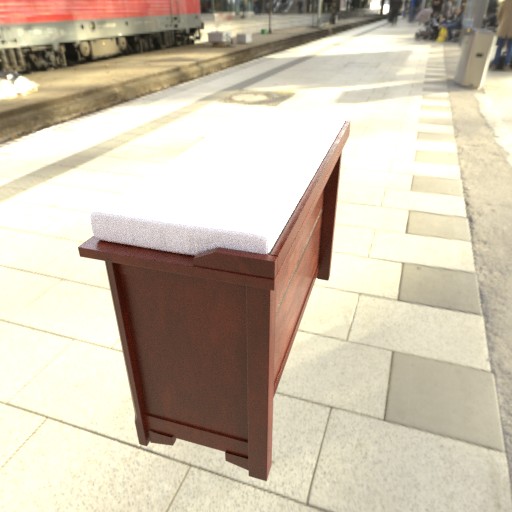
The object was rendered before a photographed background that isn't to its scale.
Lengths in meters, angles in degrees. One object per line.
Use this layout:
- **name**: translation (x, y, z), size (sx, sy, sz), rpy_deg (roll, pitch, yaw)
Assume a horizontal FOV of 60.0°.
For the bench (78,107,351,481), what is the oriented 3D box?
- **bench**: translation (0.000, 0.000, 1.293), size (0.369, 0.646, 0.987), rpy_deg (9, 31, 15)
